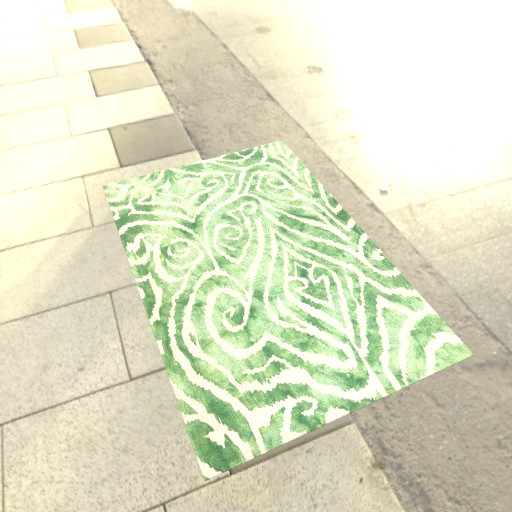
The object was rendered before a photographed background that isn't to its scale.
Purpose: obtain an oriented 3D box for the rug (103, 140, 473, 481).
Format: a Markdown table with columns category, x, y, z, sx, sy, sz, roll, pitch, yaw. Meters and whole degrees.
| category | x | y | z | sx | sy | sz | roll | pitch | yaw |
| --- | --- | --- | --- | --- | --- | --- | --- | --- | --- |
| rug | 0.000 | 0.000 | 2.295 | 1.220 | 0.006 | 1.826 | -18 | 50 | -16 |
